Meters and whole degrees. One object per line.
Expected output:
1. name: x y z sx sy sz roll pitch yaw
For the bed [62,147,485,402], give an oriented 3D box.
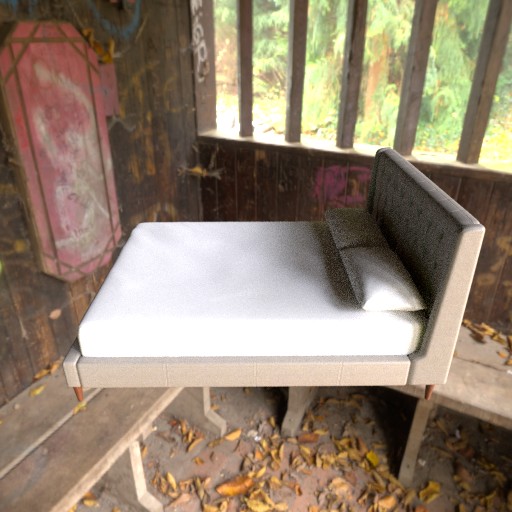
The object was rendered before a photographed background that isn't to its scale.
1. bed: 0.000 0.000 3.128 2.232 1.147 1.656 0 27 -1
